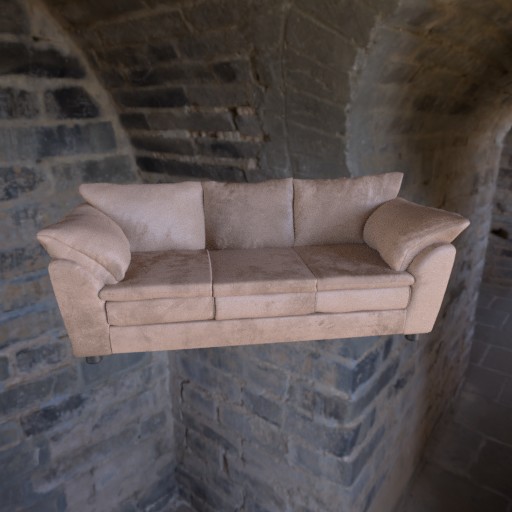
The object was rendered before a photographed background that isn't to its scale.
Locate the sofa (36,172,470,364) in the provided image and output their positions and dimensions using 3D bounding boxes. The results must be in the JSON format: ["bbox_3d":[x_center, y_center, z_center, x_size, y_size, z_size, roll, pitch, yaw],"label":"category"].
[{"bbox_3d":[0.000,0.000,2.841,2.377,0.981,0.893,-2,17,-8],"label":"sofa"}]
